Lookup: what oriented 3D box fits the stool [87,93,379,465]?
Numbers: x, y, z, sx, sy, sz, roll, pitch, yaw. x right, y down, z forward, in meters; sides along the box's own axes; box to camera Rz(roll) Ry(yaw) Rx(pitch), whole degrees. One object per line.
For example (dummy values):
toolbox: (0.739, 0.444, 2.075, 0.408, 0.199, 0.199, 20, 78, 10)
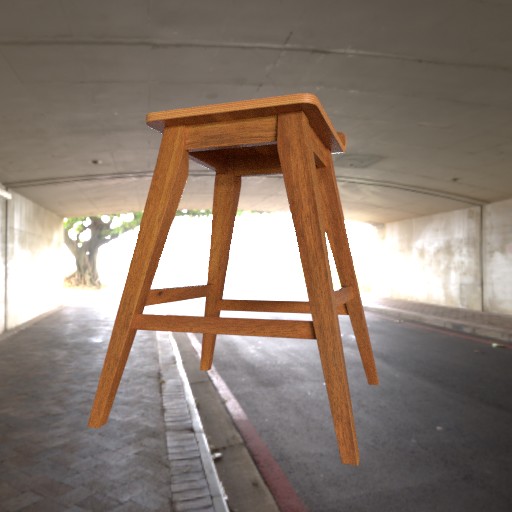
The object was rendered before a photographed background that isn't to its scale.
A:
stool: (0.000, 0.000, 0.997, 0.500, 0.650, 0.500, 0, -1, 19)
